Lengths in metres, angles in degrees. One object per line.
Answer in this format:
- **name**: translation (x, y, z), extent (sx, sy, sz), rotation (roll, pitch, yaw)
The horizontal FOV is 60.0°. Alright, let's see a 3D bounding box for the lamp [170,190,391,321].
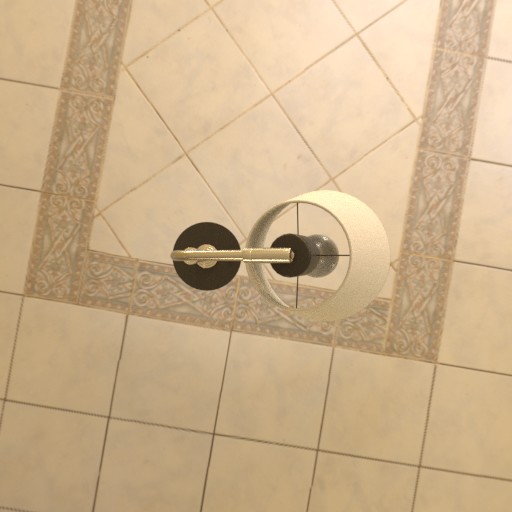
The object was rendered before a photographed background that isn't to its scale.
- **lamp**: translation (0.000, 0.000, 0.705), extent (0.348, 0.539, 0.181), rotation (0, 90, -1)
